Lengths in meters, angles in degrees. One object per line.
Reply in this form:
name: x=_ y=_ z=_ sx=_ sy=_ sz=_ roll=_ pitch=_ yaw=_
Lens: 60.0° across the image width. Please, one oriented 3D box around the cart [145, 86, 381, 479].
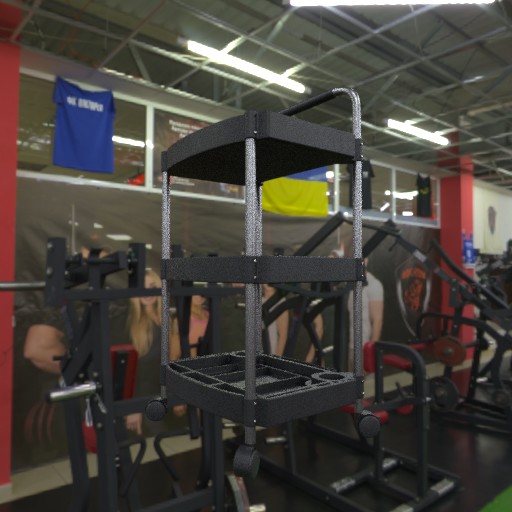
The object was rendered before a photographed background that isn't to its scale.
cart: x=0.000 y=0.000 z=1.407 sx=0.518 sy=1.075 sz=0.584 roll=1 pitch=-2 yaw=-37
